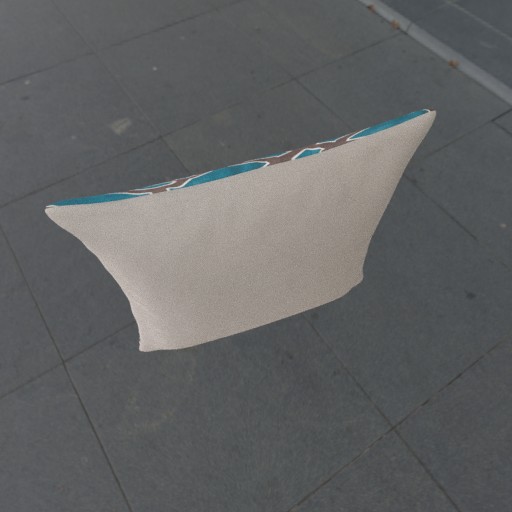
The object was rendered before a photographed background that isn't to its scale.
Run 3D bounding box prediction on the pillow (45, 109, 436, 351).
[{"bbox_3d":[0.000,0.000,0.778,0.526,0.507,0.166,-16,60,-10],"label":"pillow"}]
